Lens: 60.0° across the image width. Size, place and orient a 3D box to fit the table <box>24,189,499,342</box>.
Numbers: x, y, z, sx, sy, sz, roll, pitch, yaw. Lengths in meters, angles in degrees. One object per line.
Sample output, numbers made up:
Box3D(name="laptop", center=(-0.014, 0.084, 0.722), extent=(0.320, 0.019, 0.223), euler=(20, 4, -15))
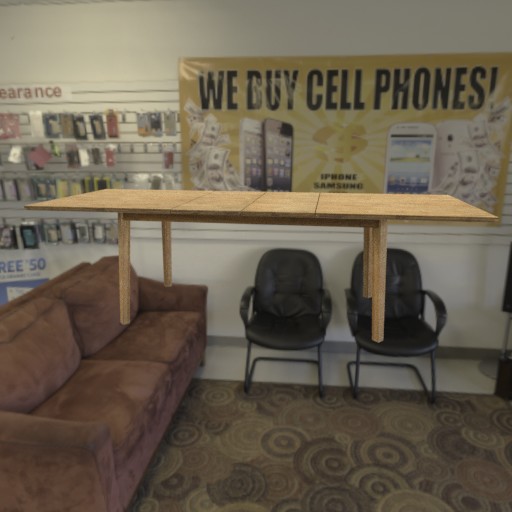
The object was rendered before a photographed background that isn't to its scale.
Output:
Box3D(name="table", center=(0.000, 0.000, 2.970), extent=(2.603, 0.752, 1.000), euler=(2, 14, 9))
